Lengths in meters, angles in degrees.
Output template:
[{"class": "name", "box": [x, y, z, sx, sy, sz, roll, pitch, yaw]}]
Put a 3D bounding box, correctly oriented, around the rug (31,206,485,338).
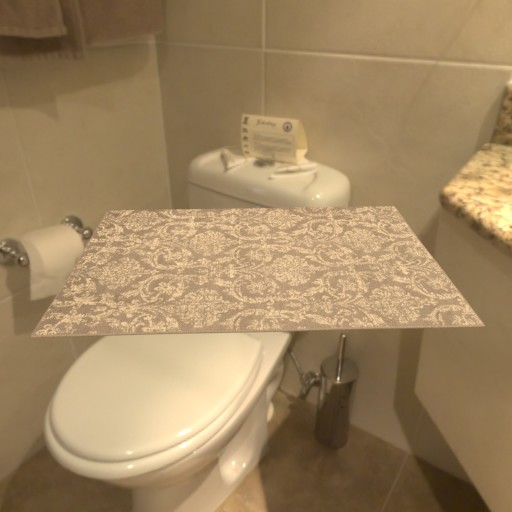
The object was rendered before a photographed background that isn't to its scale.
[{"class": "rug", "box": [0.000, 0.000, 3.457, 2.746, 0.018, 1.819, -1, 30, -2]}]
